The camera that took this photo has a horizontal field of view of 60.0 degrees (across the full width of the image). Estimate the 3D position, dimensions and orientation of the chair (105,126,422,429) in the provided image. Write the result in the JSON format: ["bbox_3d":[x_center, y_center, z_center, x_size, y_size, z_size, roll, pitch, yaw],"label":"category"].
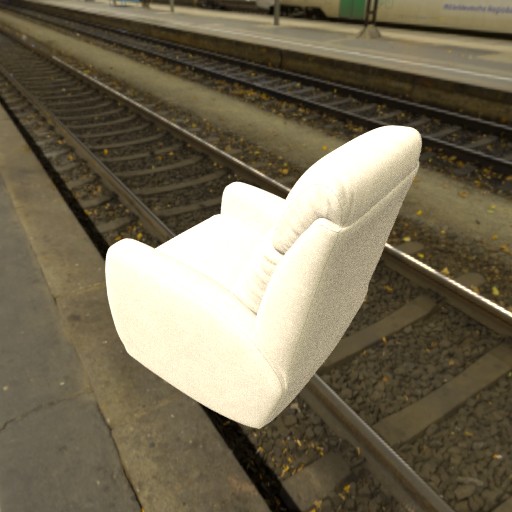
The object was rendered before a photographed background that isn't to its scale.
[{"bbox_3d":[0.000,0.000,1.685,0.941,1.015,0.812,21,38,30],"label":"chair"}]
